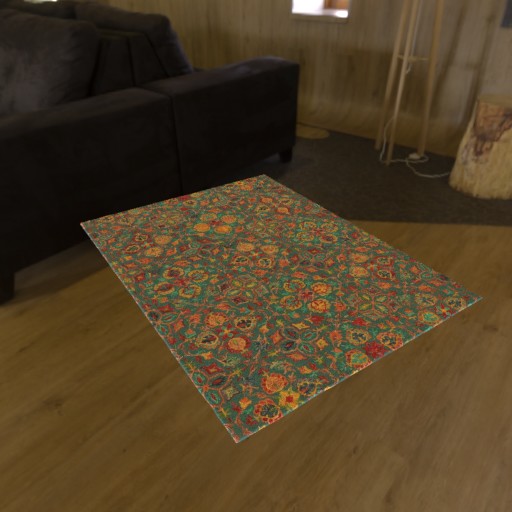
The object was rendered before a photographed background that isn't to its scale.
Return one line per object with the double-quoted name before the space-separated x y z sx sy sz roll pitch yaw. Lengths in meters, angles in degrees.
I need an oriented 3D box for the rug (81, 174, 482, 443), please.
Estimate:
"rug" 0.000 0.000 4.259 2.434 0.025 3.204 -20 38 -28
